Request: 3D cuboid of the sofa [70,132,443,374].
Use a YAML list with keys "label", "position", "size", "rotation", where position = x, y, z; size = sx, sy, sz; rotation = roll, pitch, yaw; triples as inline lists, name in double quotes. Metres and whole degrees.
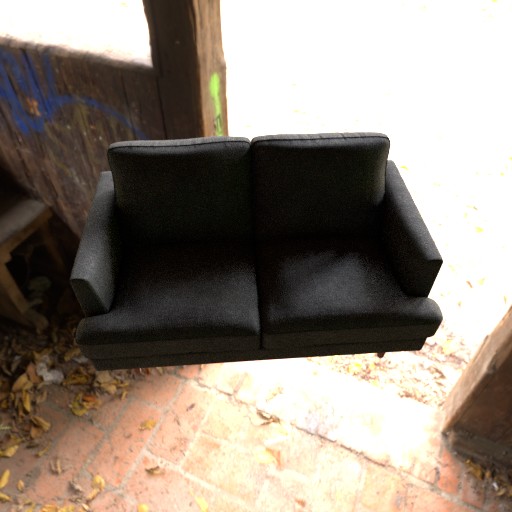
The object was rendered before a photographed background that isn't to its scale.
- label: "sofa"
  position: [0.000, 0.000, 2.166]
  size: [1.582, 0.956, 0.903]
  rotation: [-3, 46, -3]
